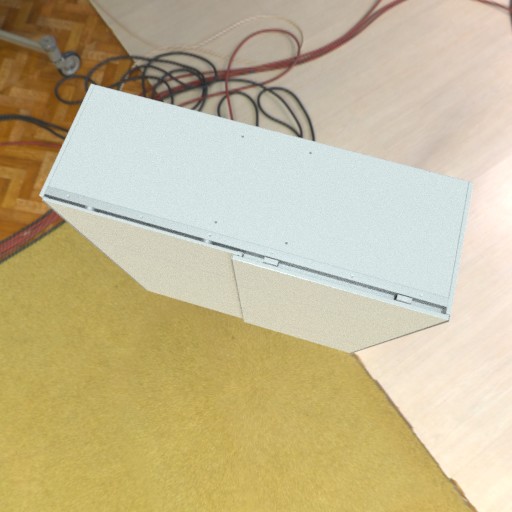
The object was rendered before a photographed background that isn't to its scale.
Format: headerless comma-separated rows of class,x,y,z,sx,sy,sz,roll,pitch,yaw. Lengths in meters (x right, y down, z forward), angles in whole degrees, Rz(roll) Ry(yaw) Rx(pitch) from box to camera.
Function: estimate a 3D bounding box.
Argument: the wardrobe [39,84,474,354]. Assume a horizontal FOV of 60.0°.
wardrobe,0.000,0.000,2.840,1.780,1.960,0.629,16,74,4
